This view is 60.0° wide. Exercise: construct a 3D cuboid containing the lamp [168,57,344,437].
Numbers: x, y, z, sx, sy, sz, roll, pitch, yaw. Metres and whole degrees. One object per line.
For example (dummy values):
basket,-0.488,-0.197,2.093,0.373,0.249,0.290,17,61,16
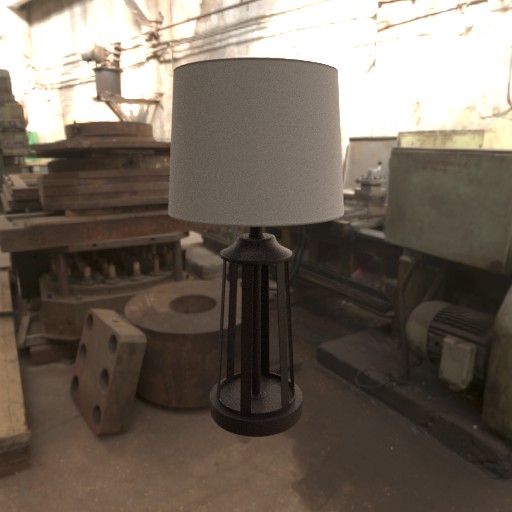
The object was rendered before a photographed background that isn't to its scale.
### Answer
lamp,0.000,0.000,0.660,0.251,0.509,0.251,0,14,0
